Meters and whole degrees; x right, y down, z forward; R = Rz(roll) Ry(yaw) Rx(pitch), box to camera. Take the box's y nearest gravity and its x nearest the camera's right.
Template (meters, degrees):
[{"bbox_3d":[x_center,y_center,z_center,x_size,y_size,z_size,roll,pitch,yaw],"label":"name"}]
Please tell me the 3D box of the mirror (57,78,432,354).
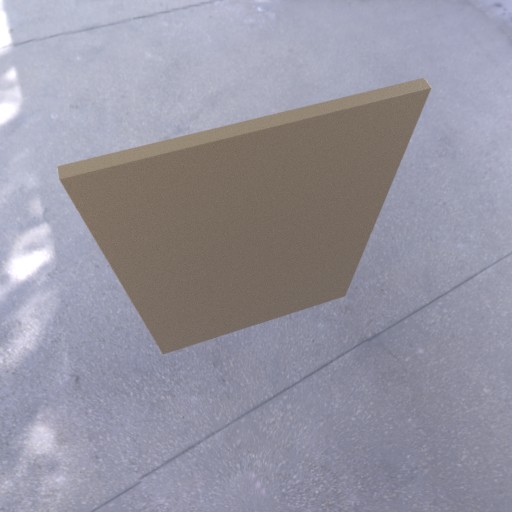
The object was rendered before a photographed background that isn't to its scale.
[{"bbox_3d":[0.000,0.000,1.304,0.756,1.023,0.032,-16,61,-9],"label":"mirror"}]
